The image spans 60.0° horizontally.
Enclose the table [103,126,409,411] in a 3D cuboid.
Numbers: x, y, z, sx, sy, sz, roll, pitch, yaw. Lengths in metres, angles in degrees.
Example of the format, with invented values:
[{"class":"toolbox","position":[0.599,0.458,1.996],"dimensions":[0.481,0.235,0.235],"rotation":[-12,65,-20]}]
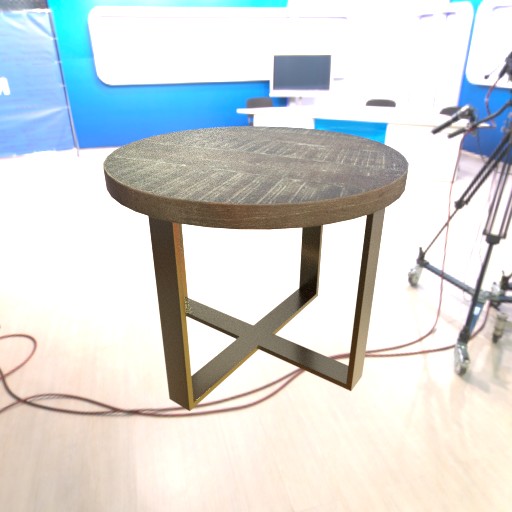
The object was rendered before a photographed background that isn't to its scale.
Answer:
[{"class":"table","position":[0.000,0.000,0.943],"dimensions":[0.557,0.437,0.557],"rotation":[0,27,0]}]
